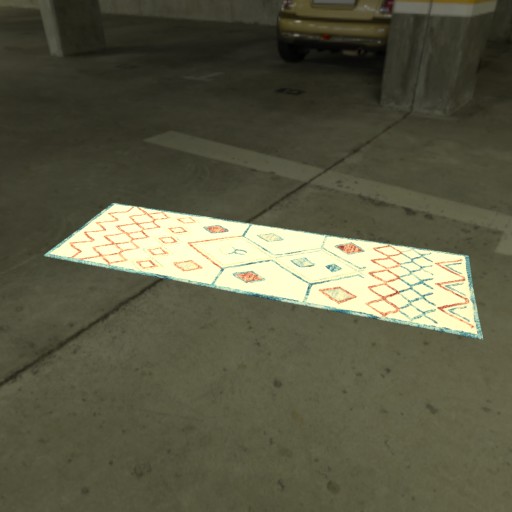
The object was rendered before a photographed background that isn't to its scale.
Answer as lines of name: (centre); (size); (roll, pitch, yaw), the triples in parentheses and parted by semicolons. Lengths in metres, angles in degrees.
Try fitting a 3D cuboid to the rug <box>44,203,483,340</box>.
rug: (0.000, 0.000, 2.657); (2.435, 0.011, 0.750); (9, 34, 14)
